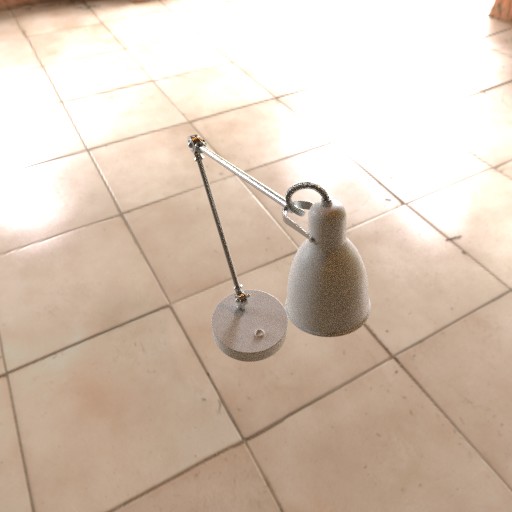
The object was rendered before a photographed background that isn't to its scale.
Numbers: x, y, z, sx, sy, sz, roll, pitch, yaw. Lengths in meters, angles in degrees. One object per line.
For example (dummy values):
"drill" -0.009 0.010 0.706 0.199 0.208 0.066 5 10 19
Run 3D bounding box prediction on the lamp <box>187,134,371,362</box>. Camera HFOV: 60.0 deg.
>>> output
"lamp" 0.000 0.000 0.874 0.187 0.587 0.561 -23 51 -20
